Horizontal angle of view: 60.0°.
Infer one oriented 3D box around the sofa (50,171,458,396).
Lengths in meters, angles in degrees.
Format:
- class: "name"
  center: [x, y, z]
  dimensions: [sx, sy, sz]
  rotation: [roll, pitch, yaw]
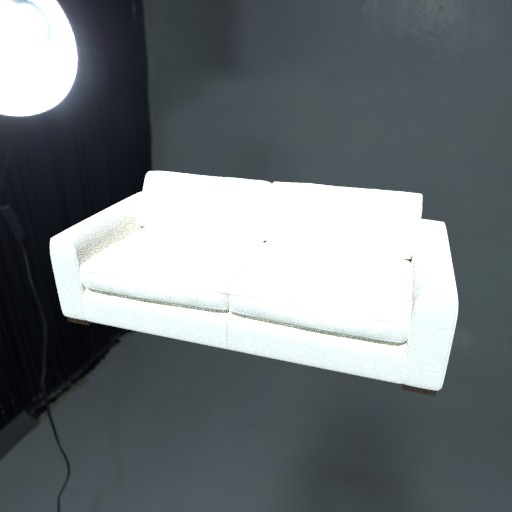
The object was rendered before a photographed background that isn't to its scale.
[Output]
- class: "sofa"
  center: [0.000, 0.000, 2.775]
  dimensions: [2.262, 0.801, 1.070]
  rotation: [8, 26, 16]
